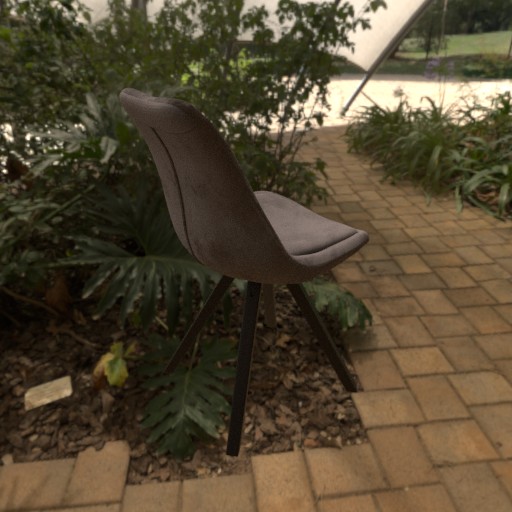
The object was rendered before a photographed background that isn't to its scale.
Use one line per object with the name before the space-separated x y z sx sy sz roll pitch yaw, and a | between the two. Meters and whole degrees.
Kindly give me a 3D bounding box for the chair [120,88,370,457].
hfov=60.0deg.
chair | 0.000 0.000 1.182 0.550 0.850 0.485 -17 31 -31
